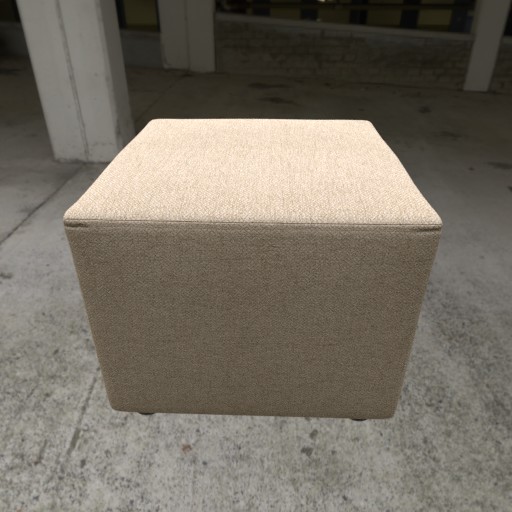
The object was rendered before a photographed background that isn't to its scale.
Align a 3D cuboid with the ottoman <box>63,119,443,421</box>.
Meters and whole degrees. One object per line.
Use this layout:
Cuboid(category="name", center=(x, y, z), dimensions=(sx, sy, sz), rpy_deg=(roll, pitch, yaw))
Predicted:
Cuboid(category="ottoman", center=(0.000, 0.000, 0.874), dimensions=(0.508, 0.432, 0.508), rpy_deg=(1, 31, 2))
